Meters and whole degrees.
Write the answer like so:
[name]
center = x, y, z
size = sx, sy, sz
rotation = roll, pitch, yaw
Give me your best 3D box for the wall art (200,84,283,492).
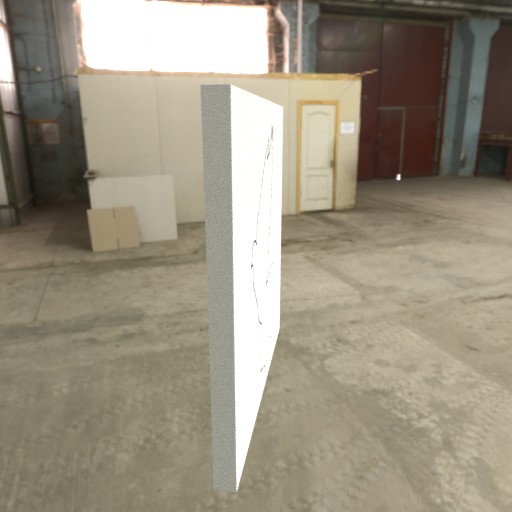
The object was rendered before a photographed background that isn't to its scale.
[wall art]
center = 0.000, 0.000, 0.914
size = 0.038, 0.610, 0.610
rotation = 3, 16, 9
